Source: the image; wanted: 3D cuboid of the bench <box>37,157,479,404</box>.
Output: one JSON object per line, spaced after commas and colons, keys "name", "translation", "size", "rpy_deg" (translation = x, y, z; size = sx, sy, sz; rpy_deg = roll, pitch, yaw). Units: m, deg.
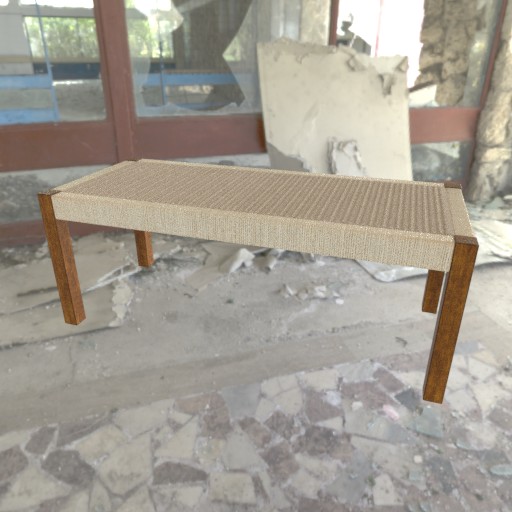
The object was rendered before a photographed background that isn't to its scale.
{"name": "bench", "translation": [0.000, 0.000, 1.455], "size": [1.198, 0.457, 0.507], "rpy_deg": [8, 26, 17]}
